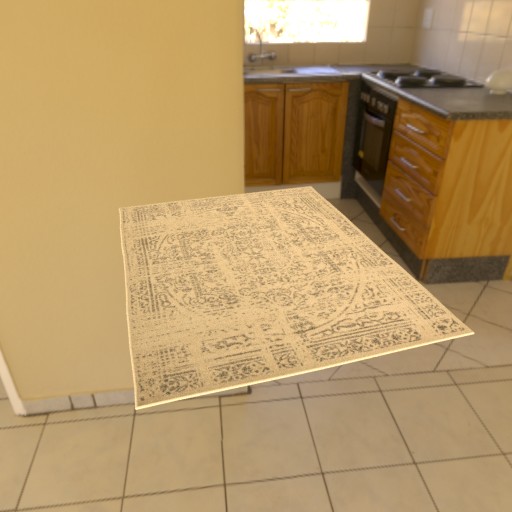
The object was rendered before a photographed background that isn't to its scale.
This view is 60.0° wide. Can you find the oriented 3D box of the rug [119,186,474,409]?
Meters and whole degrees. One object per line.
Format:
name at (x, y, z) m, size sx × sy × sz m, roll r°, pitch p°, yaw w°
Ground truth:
rug at (0.000, 0.000, 3.993) m, size 2.311 × 0.032 × 2.921 m, roll -9°, pitch 31°, yaw -14°
